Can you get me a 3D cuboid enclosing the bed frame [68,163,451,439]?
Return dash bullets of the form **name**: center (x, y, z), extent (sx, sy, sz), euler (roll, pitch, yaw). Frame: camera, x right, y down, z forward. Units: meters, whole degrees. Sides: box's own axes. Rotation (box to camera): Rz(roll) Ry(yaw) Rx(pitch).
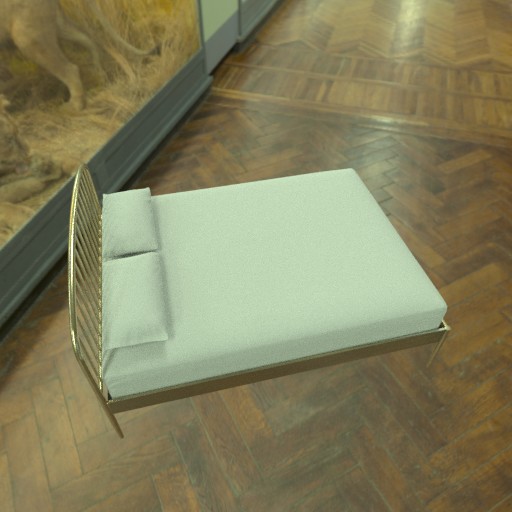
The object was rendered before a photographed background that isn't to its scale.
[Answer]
- **bed frame**: center (0.000, 0.000, 3.075), extent (2.152, 1.175, 1.612), euler (-10, 46, -10)
